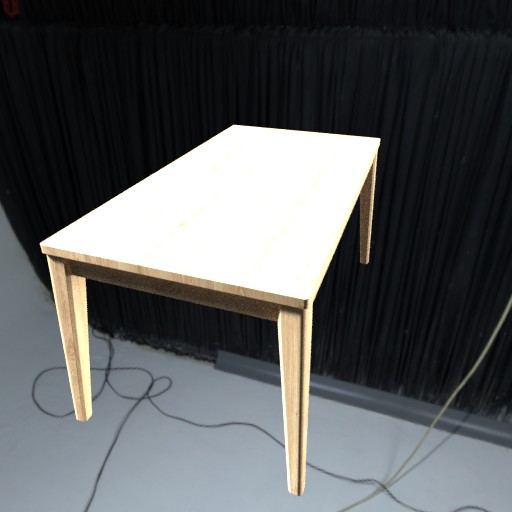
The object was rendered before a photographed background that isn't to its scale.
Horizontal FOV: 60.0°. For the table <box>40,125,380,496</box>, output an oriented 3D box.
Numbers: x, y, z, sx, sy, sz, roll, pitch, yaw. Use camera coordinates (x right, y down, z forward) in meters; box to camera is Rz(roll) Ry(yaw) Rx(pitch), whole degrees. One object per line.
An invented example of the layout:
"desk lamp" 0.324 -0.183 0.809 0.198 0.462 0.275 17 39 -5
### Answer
"table" 0.000 0.000 2.033 0.900 0.760 1.600 10 32 17
